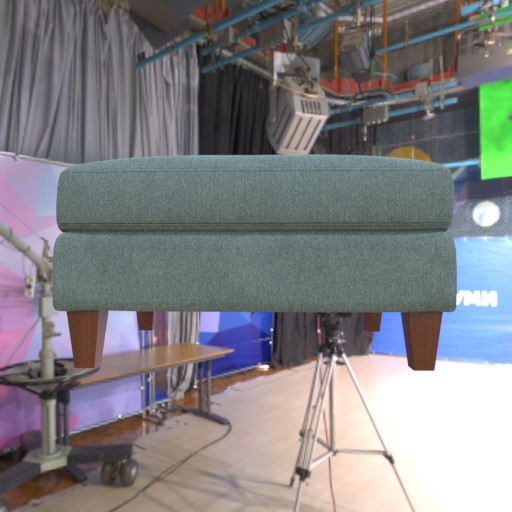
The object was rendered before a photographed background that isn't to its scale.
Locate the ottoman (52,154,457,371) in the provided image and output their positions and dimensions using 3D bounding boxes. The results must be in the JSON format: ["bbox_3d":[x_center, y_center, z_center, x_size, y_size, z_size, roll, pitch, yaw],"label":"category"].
[{"bbox_3d":[0.000,0.000,1.200,0.864,0.483,0.584,0,0,2],"label":"ottoman"}]
